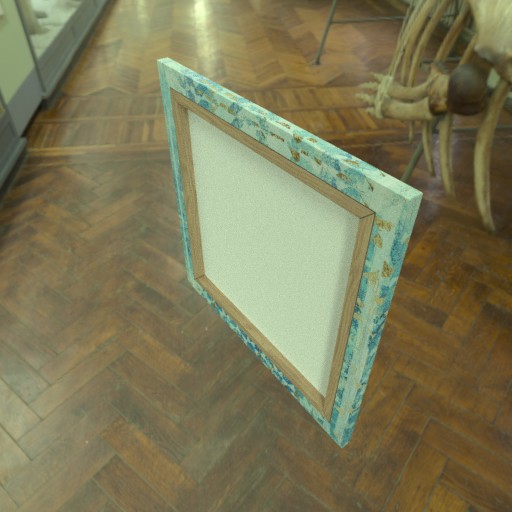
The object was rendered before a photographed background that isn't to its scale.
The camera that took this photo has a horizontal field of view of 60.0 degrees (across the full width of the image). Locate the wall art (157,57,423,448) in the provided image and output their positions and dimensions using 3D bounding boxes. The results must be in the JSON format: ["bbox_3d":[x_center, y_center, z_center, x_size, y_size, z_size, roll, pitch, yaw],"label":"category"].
[{"bbox_3d":[0.000,0.000,1.341,0.040,0.916,0.916,-27,48,-27],"label":"wall art"}]
